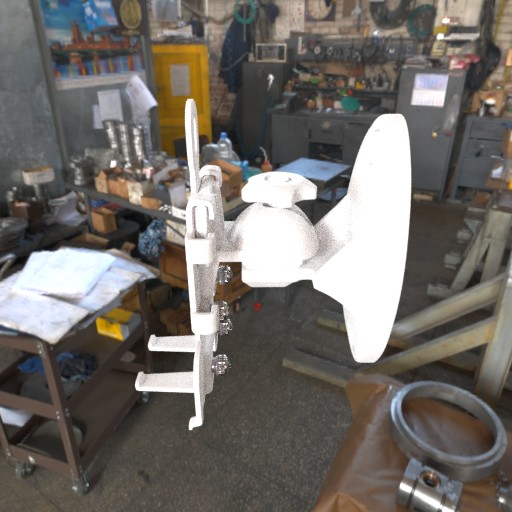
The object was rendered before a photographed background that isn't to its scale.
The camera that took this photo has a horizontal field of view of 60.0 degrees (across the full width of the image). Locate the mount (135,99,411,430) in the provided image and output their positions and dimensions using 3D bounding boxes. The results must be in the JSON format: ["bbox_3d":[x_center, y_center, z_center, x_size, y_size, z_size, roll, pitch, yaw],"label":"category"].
[{"bbox_3d":[0.000,0.000,0.175,0.100,0.118,0.066,0,27,-1],"label":"mount"}]
